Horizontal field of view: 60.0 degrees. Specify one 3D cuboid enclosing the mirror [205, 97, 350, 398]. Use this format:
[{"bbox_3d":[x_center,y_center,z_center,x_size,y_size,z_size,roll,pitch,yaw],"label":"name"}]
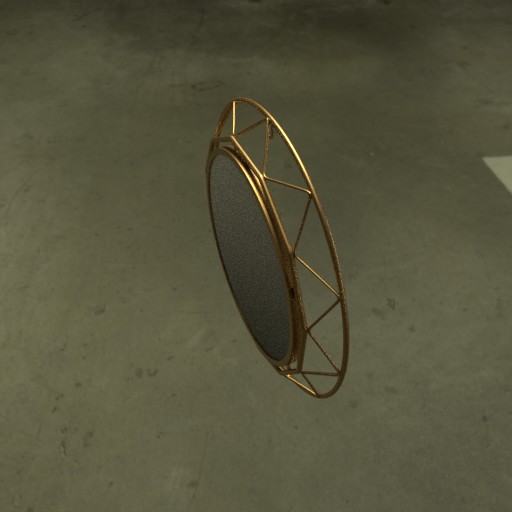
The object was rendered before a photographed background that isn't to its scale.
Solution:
[{"bbox_3d":[0.000,0.000,0.674,0.043,0.454,0.454,-17,48,-16],"label":"mirror"}]
